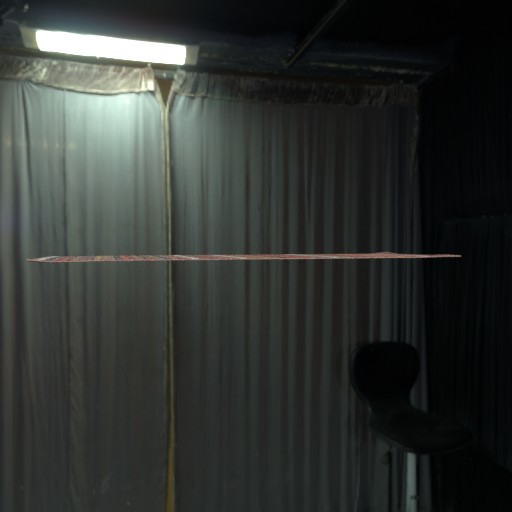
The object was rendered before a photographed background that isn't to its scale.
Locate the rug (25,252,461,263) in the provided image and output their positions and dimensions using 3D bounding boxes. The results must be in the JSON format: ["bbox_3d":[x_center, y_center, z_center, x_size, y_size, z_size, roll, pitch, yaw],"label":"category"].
[{"bbox_3d":[0.000,0.000,2.743,2.444,0.030,0.799,0,1,-18],"label":"rug"}]
